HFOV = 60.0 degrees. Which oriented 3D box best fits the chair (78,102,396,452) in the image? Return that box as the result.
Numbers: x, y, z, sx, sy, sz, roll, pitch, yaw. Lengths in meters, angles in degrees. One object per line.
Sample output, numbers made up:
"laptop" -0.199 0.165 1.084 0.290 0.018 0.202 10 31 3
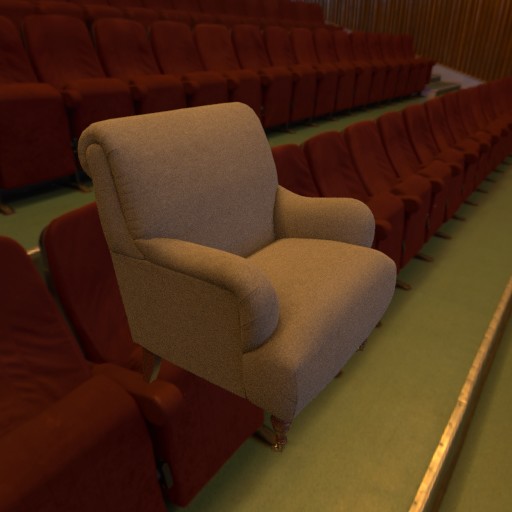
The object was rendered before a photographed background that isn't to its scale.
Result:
"chair" 0.000 0.000 1.554 0.843 0.942 0.766 17 30 32
